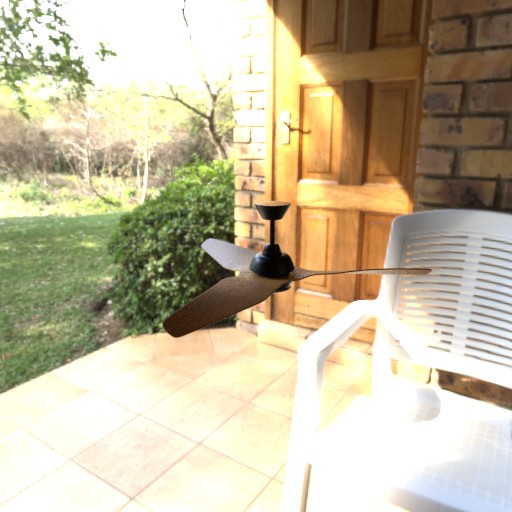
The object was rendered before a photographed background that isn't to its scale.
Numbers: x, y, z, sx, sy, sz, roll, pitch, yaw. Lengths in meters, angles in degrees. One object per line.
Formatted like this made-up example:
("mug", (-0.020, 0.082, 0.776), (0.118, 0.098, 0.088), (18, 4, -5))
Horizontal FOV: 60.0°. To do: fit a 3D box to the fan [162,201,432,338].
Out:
("fan", (0.000, 0.000, 1.649), (1.142, 0.355, 1.010), (8, 16, 27))
